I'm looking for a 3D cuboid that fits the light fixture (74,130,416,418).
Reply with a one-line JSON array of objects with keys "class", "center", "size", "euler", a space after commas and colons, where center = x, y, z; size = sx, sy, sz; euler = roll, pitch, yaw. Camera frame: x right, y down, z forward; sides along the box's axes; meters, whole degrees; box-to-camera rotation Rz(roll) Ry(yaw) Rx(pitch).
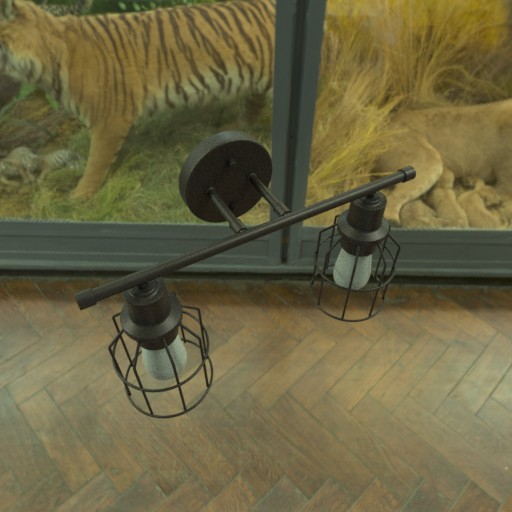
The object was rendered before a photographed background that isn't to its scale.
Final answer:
[{"class": "light fixture", "center": [0.000, 0.000, 0.541], "size": [0.406, 0.254, 0.165], "euler": [-22, 51, -20]}]
